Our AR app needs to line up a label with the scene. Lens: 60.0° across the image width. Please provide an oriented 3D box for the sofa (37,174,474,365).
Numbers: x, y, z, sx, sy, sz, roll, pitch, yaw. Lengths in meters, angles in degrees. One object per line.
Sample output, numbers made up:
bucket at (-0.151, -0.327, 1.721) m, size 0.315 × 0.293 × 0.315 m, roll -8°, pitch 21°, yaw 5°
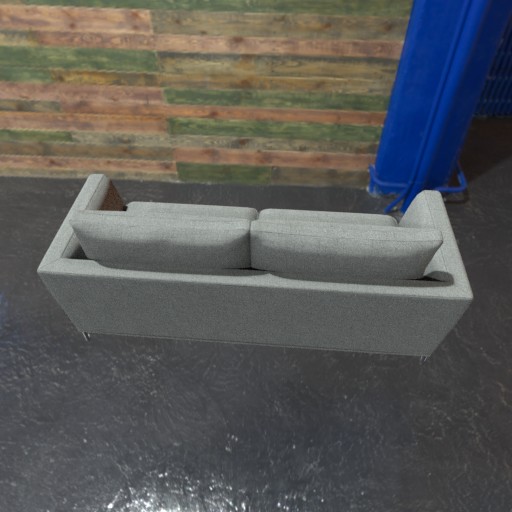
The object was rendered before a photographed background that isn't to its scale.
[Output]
sofa at (0.000, 0.000, 2.681) m, size 2.212 × 1.002 × 0.869 m, roll 3°, pitch 47°, yaw 3°
